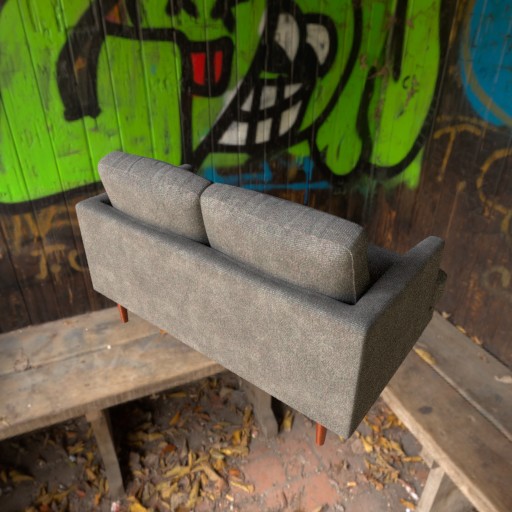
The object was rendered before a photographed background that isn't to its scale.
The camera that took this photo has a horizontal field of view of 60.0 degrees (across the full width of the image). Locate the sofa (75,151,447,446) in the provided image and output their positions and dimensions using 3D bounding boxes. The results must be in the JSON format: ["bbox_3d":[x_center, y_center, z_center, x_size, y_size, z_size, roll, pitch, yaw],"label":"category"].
[{"bbox_3d":[0.000,0.000,2.155,1.582,0.956,0.903,22,37,32],"label":"sofa"}]
